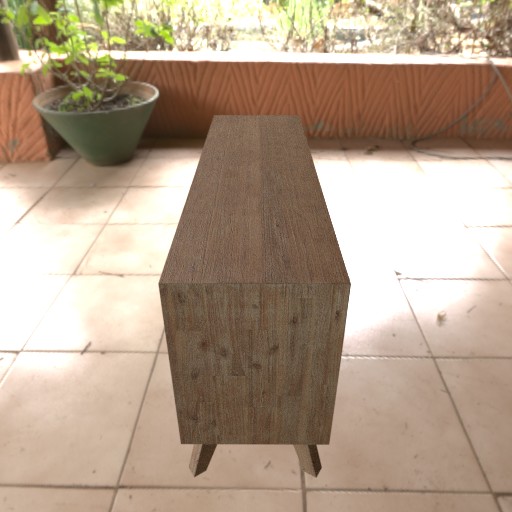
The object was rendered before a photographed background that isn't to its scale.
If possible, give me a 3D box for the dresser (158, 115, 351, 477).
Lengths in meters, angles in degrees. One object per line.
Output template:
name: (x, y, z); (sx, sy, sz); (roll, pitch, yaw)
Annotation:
dresser: (0.000, 0.000, 1.912); (0.455, 0.805, 1.554); (0, 32, 0)
